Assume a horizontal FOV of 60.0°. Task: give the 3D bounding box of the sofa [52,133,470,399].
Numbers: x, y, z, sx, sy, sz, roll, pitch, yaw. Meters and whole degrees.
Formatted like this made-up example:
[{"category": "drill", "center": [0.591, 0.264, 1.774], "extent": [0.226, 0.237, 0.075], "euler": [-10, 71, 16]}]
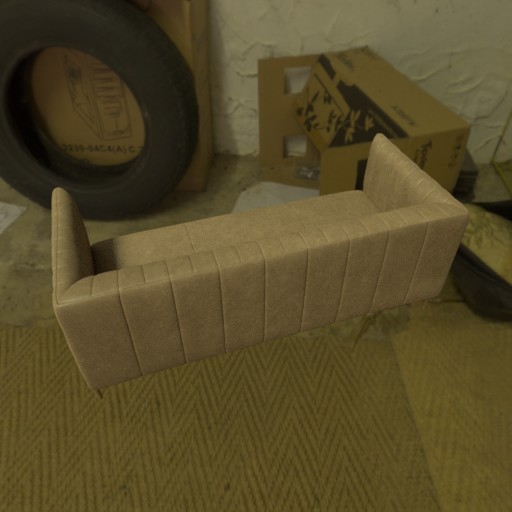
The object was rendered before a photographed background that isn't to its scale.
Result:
[{"category": "sofa", "center": [0.000, 0.000, 2.443], "extent": [1.980, 0.779, 0.876], "euler": [-13, 44, -13]}]
